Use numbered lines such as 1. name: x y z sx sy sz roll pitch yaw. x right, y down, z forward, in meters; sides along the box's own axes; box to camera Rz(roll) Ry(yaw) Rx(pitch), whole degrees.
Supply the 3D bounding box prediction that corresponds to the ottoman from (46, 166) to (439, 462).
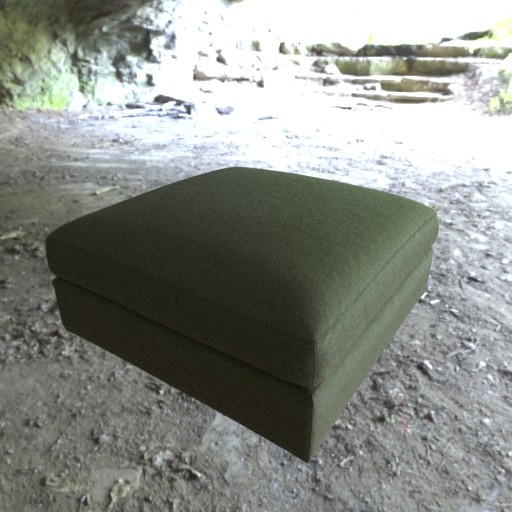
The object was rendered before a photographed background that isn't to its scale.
1. ottoman: 0.000 0.000 1.630 1.041 0.470 1.041 17 31 31
